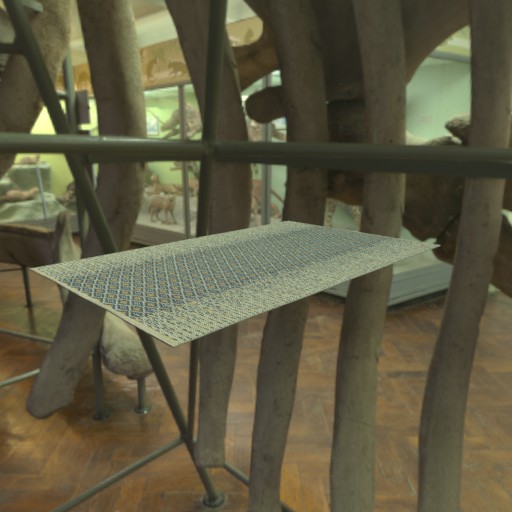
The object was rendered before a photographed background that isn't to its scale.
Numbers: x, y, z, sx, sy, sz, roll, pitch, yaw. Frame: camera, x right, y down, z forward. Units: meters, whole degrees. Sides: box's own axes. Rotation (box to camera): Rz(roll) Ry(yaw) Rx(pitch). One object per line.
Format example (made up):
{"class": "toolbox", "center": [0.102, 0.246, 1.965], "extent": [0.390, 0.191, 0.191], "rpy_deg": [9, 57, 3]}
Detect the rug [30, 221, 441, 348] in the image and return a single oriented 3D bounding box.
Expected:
{"class": "rug", "center": [0.000, 0.000, 3.067], "extent": [1.541, 0.008, 2.448], "rpy_deg": [14, 20, 43]}
